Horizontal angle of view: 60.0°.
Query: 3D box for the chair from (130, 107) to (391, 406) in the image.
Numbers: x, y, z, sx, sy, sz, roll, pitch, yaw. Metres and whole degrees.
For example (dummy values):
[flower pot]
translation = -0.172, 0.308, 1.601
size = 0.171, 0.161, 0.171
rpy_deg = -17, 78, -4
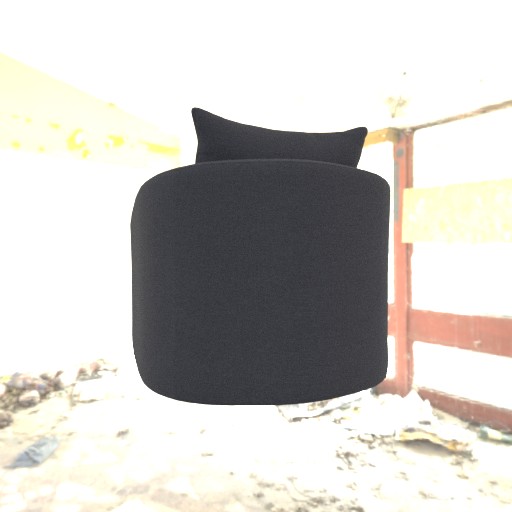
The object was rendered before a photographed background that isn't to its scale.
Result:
[chair]
translation = 0.000, 0.000, 1.594
size = 0.845, 0.848, 0.910
rpy_deg = 0, 0, -18
